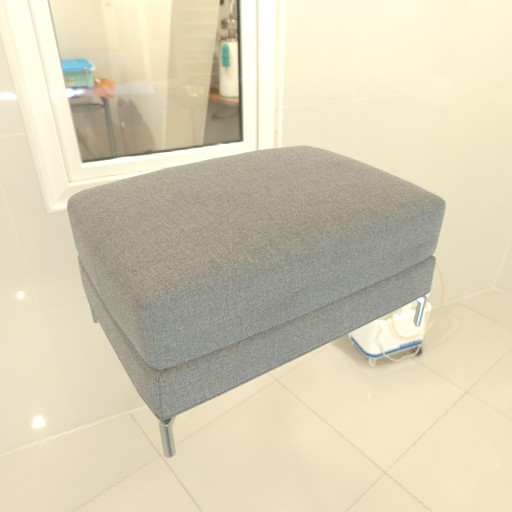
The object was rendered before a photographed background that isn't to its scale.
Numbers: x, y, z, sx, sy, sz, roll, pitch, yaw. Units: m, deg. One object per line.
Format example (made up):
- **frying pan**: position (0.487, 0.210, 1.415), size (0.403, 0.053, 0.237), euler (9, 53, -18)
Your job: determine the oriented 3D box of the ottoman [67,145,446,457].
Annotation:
- **ottoman**: position (0.000, 0.000, 1.205), size (0.838, 0.457, 0.584), euler (-18, 35, -28)
